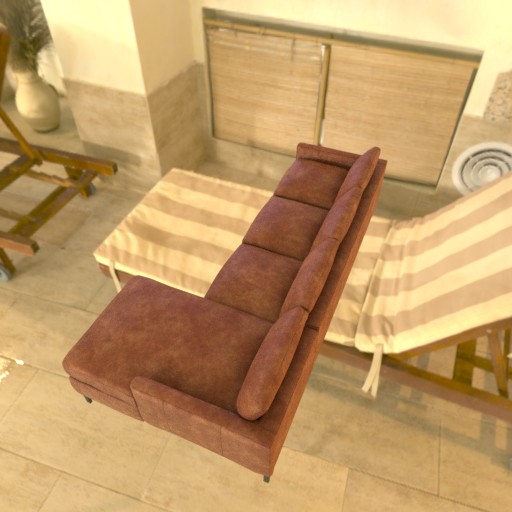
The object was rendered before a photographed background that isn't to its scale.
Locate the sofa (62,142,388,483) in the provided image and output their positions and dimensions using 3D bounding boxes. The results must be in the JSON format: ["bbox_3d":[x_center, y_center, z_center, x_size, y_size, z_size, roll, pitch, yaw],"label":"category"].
[{"bbox_3d":[0.000,0.000,3.635,1.471,0.859,2.993,17,48,16],"label":"sofa"}]
